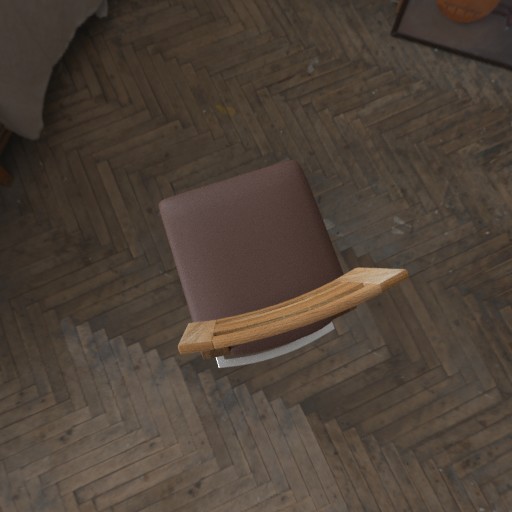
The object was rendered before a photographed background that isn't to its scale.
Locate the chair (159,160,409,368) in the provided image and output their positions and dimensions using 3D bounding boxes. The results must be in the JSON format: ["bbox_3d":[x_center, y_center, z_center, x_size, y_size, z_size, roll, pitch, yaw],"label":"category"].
[{"bbox_3d":[0.000,0.000,1.258,0.460,0.970,0.570,-18,77,-4],"label":"chair"}]
